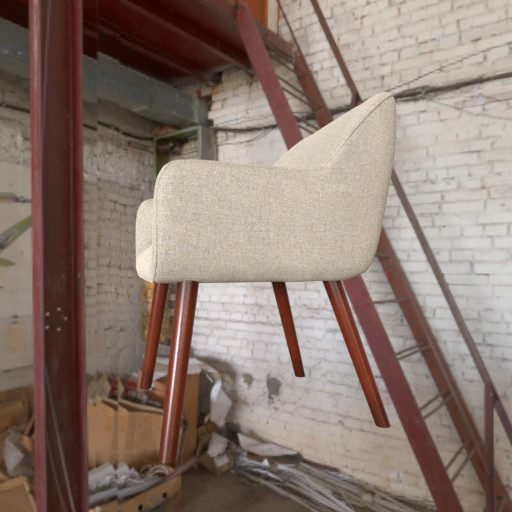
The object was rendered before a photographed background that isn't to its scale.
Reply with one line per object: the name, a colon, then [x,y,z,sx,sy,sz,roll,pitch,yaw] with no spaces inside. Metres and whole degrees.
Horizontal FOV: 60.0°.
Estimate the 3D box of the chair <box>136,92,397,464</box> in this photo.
chair: [0.000,0.000,1.214,0.610,0.813,0.610,0,-1,-18]
